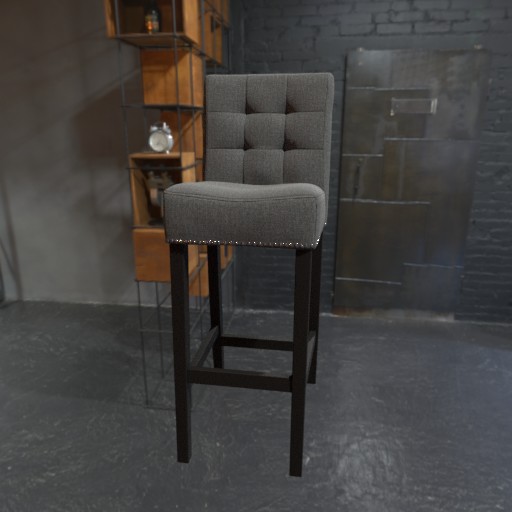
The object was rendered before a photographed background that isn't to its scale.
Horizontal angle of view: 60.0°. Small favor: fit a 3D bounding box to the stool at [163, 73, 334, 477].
[{"bbox_3d":[0.000,0.000,1.306,0.411,1.047,0.548,3,17,9],"label":"stool"}]
